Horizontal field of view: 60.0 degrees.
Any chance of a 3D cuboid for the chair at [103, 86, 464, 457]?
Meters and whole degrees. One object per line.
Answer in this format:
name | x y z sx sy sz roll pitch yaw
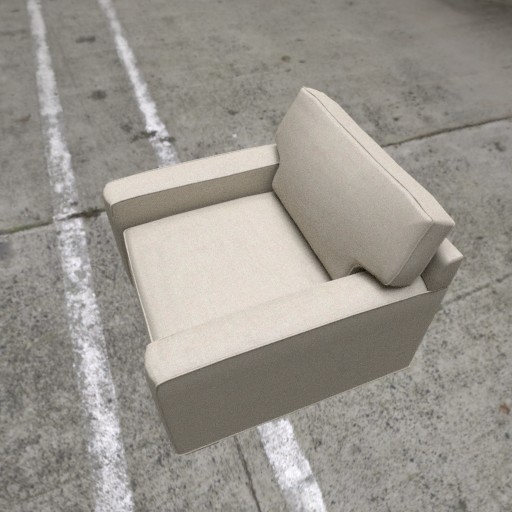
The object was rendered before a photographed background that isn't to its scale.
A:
chair | 0.000 0.000 1.792 1.043 0.913 0.998 -16 49 -14
